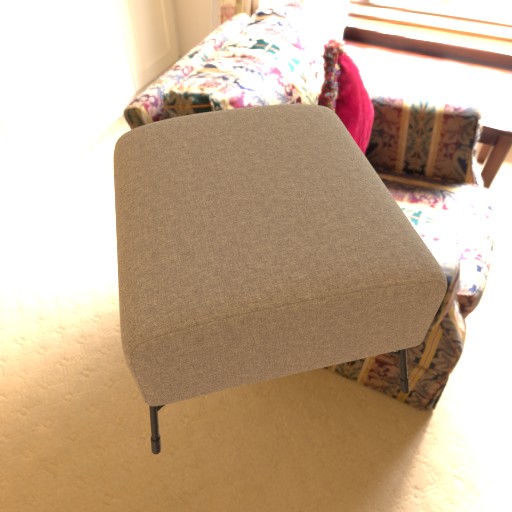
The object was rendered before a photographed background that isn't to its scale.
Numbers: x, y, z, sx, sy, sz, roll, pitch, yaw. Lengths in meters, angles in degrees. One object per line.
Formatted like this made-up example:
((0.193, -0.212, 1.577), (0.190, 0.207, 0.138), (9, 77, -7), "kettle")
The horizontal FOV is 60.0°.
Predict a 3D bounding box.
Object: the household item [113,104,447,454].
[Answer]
((0.000, 0.000, 0.894), (0.530, 0.410, 0.530), (-10, 49, -9), "household item")
